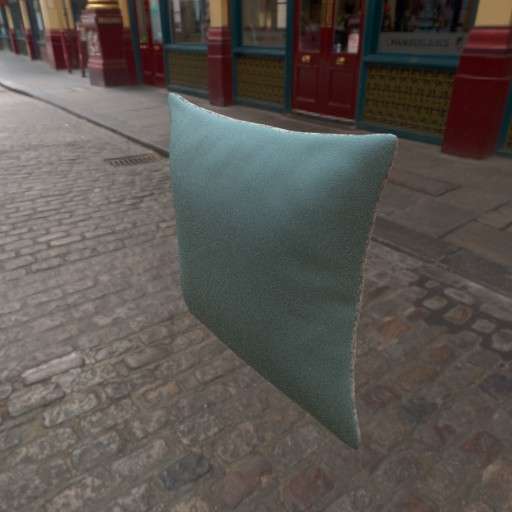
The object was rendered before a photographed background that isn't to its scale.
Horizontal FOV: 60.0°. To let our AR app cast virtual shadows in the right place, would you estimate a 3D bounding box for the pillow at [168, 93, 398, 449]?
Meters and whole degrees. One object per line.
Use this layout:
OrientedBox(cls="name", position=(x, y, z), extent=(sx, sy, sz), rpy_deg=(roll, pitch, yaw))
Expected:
OrientedBox(cls="pillow", position=(0.000, 0.000, 0.791), extent=(0.166, 0.507, 0.526), rpy_deg=(-19, 32, -34))
